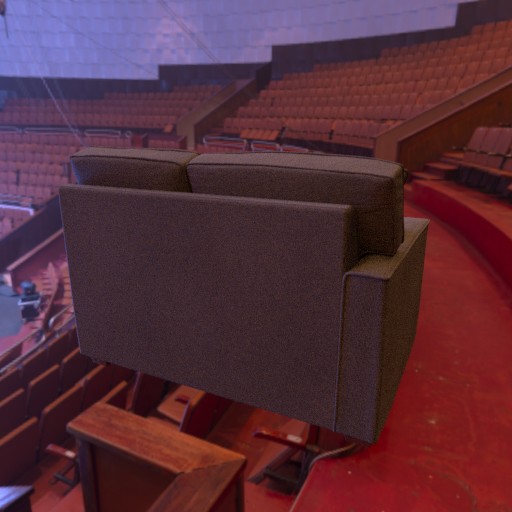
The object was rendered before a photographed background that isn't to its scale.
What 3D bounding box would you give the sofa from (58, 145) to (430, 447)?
[{"bbox_3d":[0.000,0.000,2.041,1.388,0.989,0.991,8,18,26],"label":"sofa"}]
